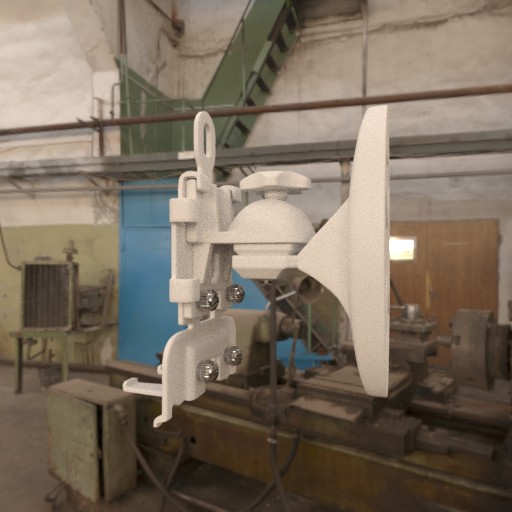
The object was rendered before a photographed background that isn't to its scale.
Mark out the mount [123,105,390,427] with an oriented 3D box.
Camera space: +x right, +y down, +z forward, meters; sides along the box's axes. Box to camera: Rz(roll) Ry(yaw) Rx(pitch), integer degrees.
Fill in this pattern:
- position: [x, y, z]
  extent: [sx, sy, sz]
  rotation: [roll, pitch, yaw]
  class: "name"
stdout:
- position: [0.000, 0.000, 0.176]
  extent: [0.100, 0.118, 0.066]
  rotation: [0, 0, 18]
  class: "mount"
